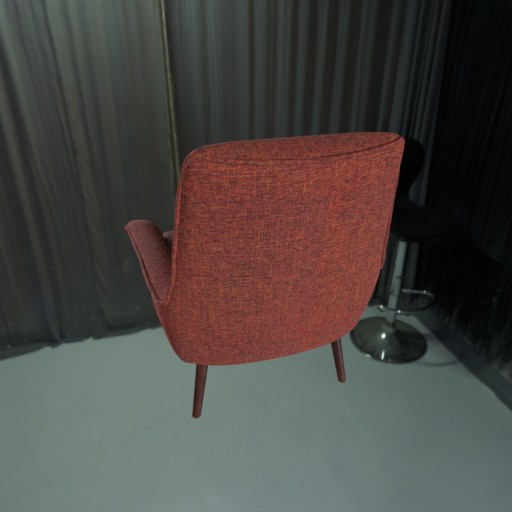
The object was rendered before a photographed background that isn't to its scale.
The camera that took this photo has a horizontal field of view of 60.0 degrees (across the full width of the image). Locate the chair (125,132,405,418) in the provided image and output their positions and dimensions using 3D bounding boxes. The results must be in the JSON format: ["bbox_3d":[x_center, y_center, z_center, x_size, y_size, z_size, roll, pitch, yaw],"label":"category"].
[{"bbox_3d":[0.000,0.000,1.472,0.803,0.911,0.784,-8,28,-16],"label":"chair"}]
